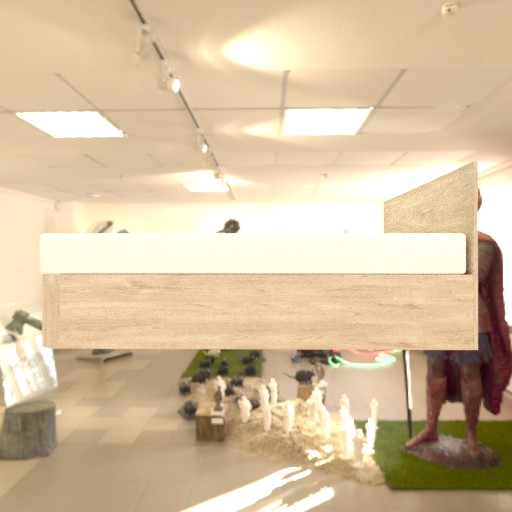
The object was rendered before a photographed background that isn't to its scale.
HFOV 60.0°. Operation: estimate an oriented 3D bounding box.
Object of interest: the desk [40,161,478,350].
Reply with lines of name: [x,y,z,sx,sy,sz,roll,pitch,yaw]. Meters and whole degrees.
desk: [0.000,0.000,2.589,1.900,0.800,1.400,0,0,1]
